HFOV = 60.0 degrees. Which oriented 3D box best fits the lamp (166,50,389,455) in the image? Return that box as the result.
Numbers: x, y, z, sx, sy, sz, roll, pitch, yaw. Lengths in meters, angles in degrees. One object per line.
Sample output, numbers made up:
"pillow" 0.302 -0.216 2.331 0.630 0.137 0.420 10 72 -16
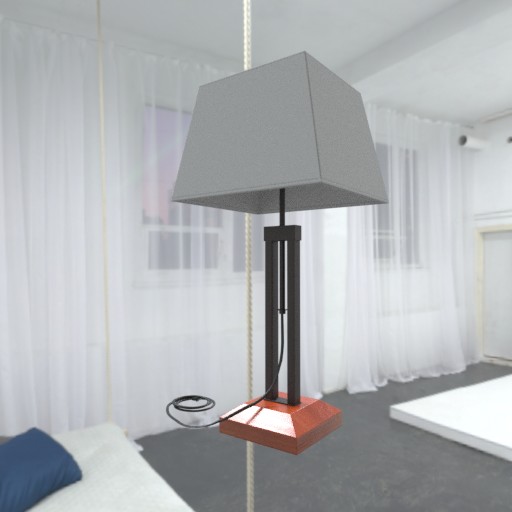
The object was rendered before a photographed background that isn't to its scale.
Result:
"lamp" 0.000 0.000 0.991 0.498 0.737 0.310 -1 -2 37
